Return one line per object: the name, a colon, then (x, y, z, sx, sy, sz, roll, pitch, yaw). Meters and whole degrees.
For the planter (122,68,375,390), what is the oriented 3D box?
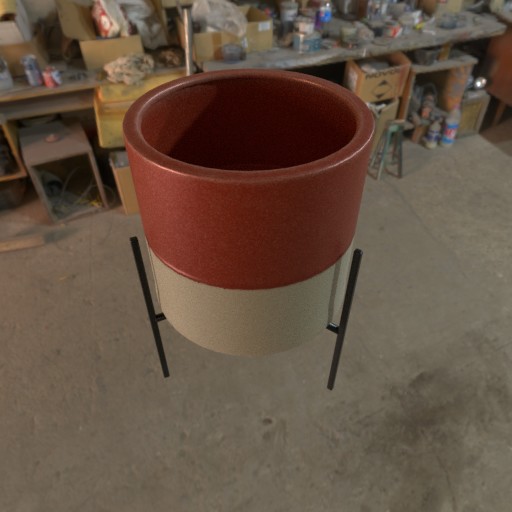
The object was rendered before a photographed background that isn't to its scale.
planter: (0.000, 0.000, 0.529, 0.251, 0.354, 0.235, 26, 48, 26)
